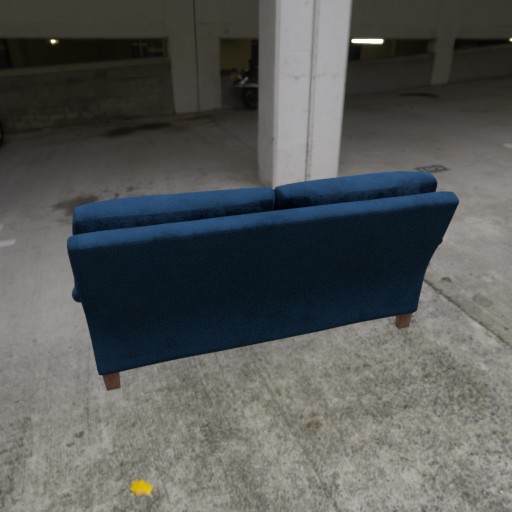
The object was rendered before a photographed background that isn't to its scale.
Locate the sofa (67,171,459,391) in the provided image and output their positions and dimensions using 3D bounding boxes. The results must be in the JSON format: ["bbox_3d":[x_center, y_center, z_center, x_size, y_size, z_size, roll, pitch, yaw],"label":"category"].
[{"bbox_3d":[0.000,0.000,2.832,2.141,1.101,1.084,-8,28,-16],"label":"sofa"}]
